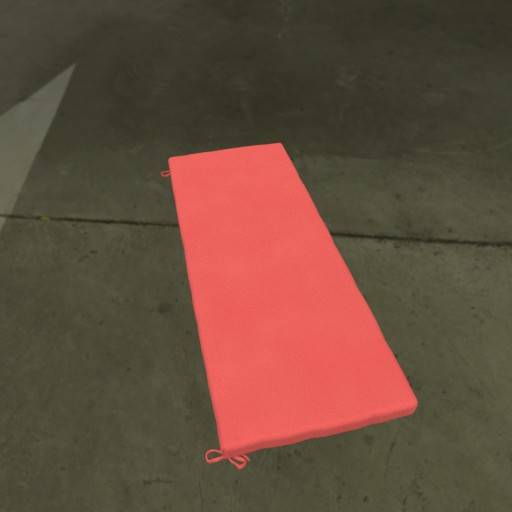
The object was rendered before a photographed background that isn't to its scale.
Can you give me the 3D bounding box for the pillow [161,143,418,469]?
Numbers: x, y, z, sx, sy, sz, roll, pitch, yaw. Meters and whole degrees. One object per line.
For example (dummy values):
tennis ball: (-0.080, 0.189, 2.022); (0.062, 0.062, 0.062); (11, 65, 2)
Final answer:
pillow: (0.000, 0.000, 1.366); (0.492, 0.081, 1.187); (-10, 46, -9)
